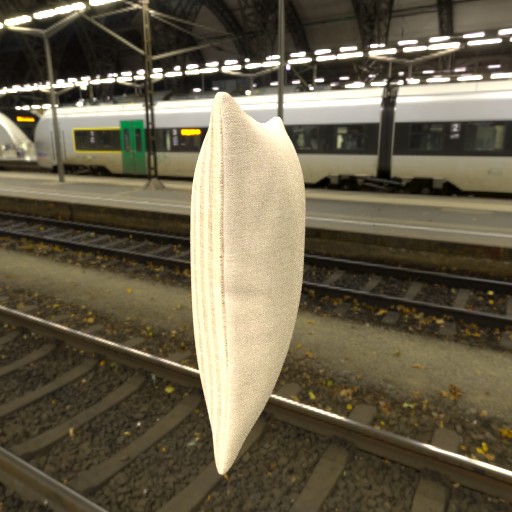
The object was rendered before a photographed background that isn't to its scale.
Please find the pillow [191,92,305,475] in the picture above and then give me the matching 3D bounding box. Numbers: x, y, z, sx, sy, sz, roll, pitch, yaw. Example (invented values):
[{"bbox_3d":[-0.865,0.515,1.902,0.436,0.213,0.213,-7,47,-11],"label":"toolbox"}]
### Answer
[{"bbox_3d":[0.000,0.000,0.805,0.166,0.510,0.523,2,15,10],"label":"pillow"}]
